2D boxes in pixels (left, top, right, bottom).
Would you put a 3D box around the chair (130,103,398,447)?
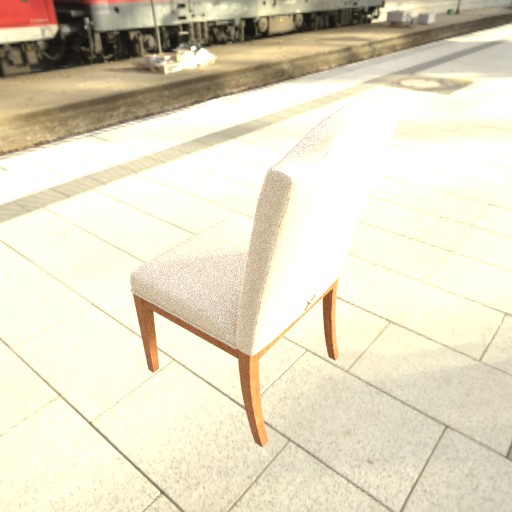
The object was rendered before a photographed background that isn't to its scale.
[{"bbox_3d":[0.000,0.000,1.409,0.648,1.012,0.534,22,39,31],"label":"chair"}]
